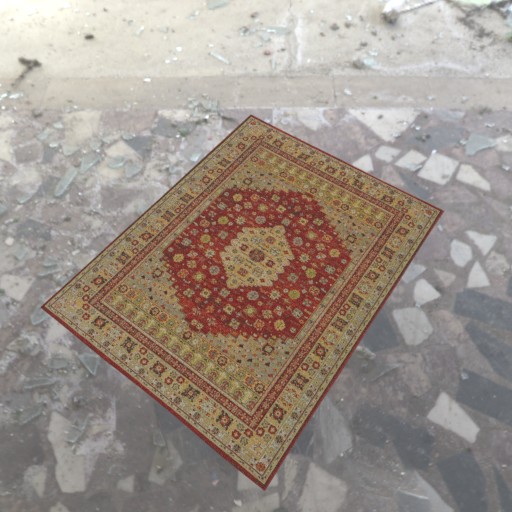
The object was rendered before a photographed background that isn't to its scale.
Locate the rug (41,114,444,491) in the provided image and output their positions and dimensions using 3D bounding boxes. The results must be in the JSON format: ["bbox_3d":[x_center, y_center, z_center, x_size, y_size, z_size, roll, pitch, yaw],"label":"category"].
[{"bbox_3d":[0.000,0.000,4.110,2.387,0.013,3.053,32,63,18],"label":"rug"}]
